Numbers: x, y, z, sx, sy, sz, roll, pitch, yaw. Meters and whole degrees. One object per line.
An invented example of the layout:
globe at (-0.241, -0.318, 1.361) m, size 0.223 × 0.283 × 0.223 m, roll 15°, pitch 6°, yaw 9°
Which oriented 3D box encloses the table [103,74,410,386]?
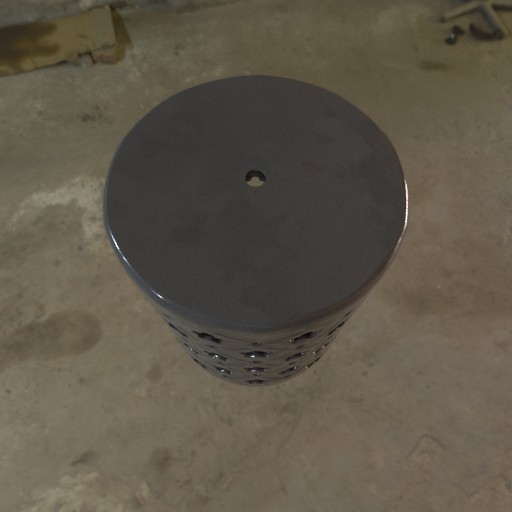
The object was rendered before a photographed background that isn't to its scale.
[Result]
table at (0.000, 0.000, 0.672) m, size 0.352 × 0.387 × 0.352 m, roll 0°, pitch 63°, yaw 0°
